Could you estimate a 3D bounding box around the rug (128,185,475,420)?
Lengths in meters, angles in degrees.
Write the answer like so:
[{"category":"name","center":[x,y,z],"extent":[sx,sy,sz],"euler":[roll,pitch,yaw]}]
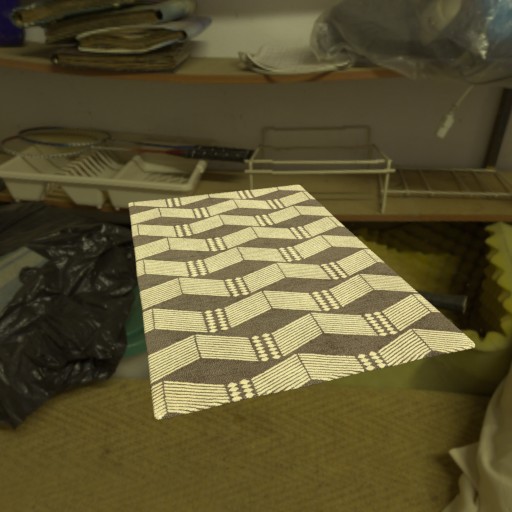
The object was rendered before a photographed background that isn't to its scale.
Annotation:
[{"category":"rug","center":[0.000,0.000,2.303],"extent":[1.210,0.016,1.833],"euler":[-8,30,-14]}]
